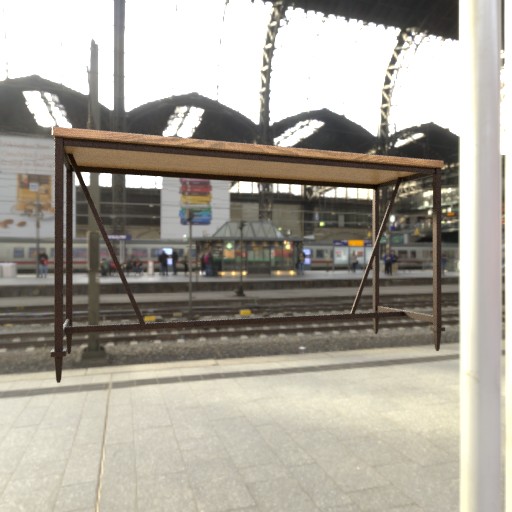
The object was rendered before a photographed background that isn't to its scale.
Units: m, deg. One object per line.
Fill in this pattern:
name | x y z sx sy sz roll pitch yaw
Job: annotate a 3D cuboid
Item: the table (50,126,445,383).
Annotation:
table | 0.000 0.000 2.079 1.700 0.902 0.551 0 0 -19
